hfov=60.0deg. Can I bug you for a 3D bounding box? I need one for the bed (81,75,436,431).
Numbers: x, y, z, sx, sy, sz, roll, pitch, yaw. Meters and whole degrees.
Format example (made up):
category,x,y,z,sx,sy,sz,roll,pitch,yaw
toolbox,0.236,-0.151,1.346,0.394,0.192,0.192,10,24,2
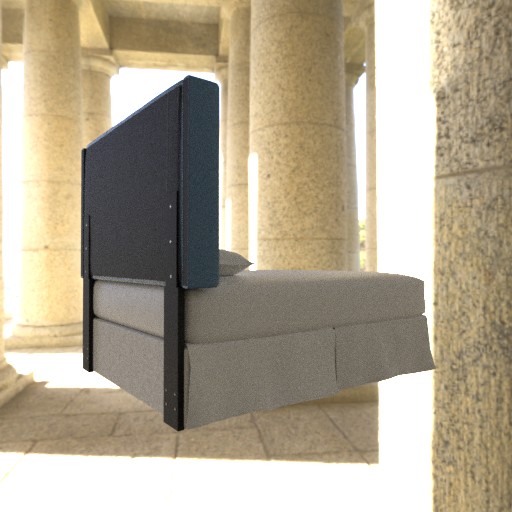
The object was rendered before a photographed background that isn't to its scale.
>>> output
category,x,y,z,sx,sy,sz,roll,pitch,yaw
bed,0.000,0.000,3.312,2.078,1.665,1.719,1,-1,-37
